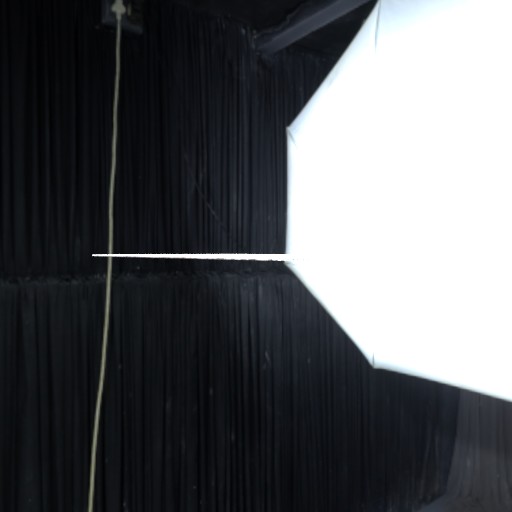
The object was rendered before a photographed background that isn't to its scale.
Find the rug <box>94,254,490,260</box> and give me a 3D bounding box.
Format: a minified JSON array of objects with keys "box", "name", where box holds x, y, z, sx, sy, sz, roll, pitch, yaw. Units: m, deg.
[{"box":[0.000,0.000,3.044,1.528,0.010,2.440,0,1,-36],"name":"rug"}]
